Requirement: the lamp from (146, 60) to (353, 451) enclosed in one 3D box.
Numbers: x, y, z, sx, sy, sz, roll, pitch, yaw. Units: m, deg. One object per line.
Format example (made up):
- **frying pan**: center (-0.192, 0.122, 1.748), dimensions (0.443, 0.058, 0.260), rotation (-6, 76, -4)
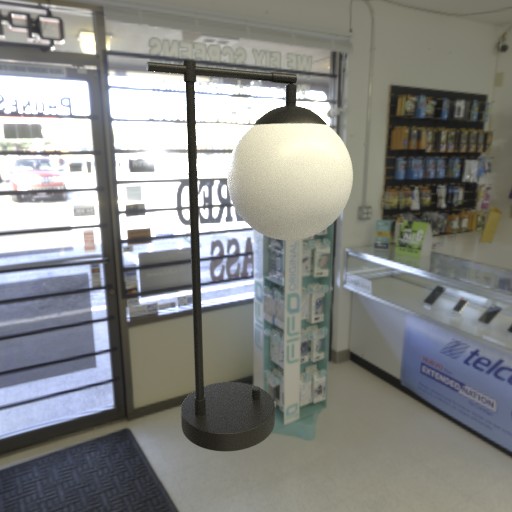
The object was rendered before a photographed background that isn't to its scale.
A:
- **lamp**: center (0.000, 0.000, 0.704), dimensions (0.316, 0.559, 0.197), rotation (-7, 15, -26)
